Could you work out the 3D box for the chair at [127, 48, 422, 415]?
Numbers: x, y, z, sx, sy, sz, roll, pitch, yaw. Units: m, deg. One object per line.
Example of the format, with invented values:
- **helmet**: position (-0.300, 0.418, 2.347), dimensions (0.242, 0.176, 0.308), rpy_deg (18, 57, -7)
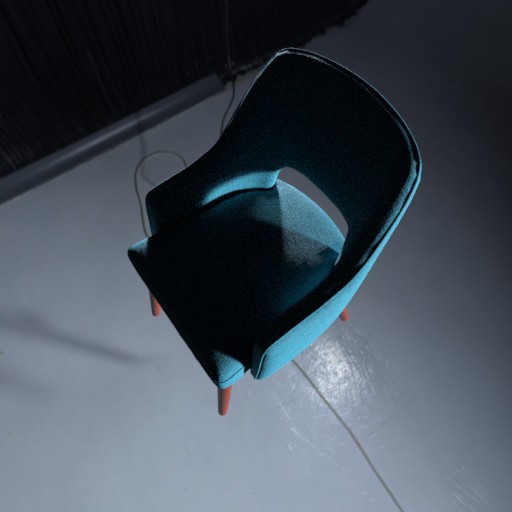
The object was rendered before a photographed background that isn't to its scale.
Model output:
- **chair**: position (0.000, 0.000, 1.202), dimensions (0.605, 0.849, 0.548), rpy_deg (-33, 67, -16)
